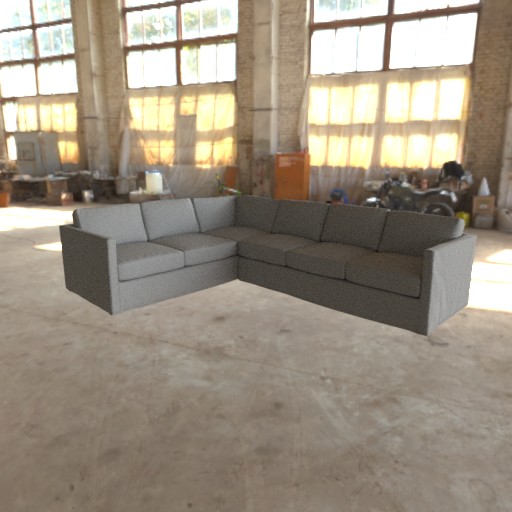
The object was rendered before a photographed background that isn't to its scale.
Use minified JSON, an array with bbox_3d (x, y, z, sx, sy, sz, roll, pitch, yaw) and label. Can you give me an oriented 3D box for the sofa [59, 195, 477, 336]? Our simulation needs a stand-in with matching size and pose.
[{"bbox_3d":[0.000,0.000,4.248,3.182,0.871,2.432,13,19,43],"label":"sofa"}]
